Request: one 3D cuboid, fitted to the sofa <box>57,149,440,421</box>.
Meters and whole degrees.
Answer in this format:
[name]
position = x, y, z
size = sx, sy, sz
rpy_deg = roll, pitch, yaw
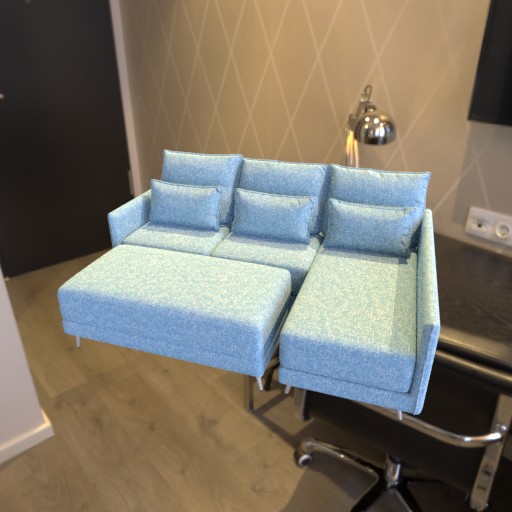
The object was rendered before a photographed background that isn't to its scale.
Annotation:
[sofa]
position = 0.000, 0.000, 2.740
size = 2.034, 0.899, 1.420
rpy_deg = 8, 28, 16
